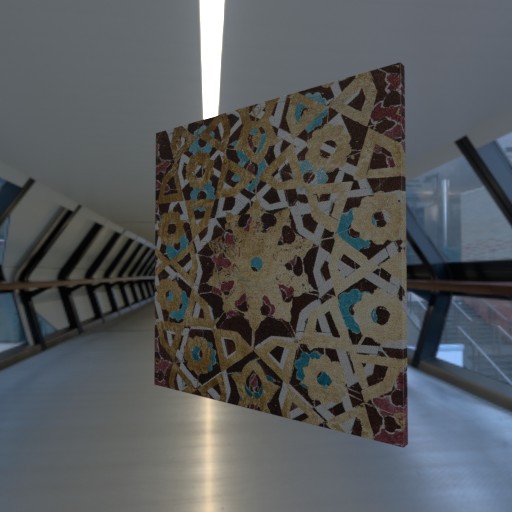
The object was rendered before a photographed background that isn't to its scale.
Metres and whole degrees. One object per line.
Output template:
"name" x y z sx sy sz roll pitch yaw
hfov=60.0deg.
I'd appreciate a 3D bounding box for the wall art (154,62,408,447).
"wall art" 0.000 0.000 1.120 0.757 0.762 0.028 -1 -2 38
